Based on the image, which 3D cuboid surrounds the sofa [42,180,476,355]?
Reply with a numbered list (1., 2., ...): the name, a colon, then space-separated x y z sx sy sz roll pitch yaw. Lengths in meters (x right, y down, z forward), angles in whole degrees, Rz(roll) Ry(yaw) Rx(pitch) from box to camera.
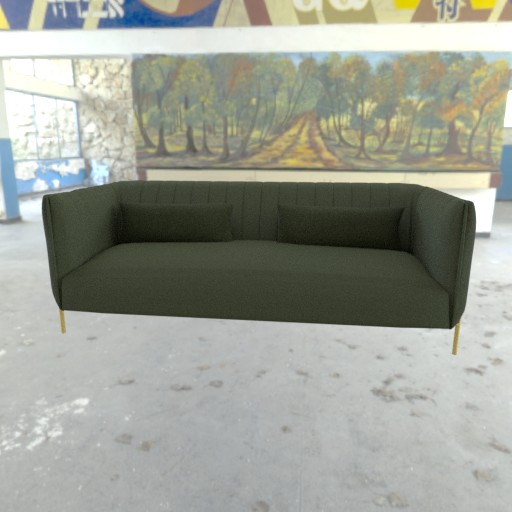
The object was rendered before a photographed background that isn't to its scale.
1. sofa: 0.000 0.000 2.561 2.137 0.793 0.896 2 14 7
